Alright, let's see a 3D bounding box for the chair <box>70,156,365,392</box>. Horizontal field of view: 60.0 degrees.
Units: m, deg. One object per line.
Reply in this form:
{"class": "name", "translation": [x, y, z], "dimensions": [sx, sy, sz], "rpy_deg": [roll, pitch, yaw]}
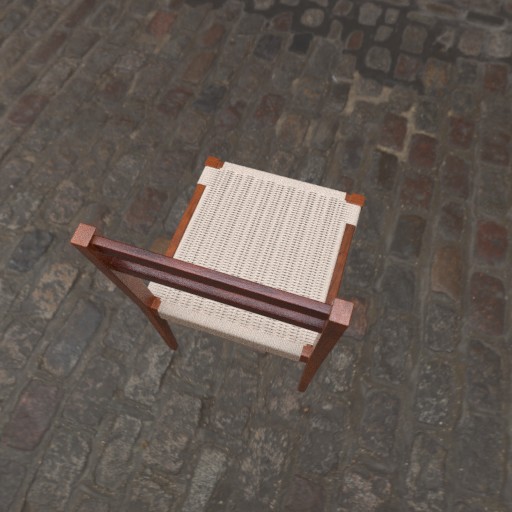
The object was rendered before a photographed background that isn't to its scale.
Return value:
{"class": "chair", "translation": [0.000, 0.000, 1.225], "dimensions": [0.495, 0.851, 0.569], "rpy_deg": [16, 63, 8]}
